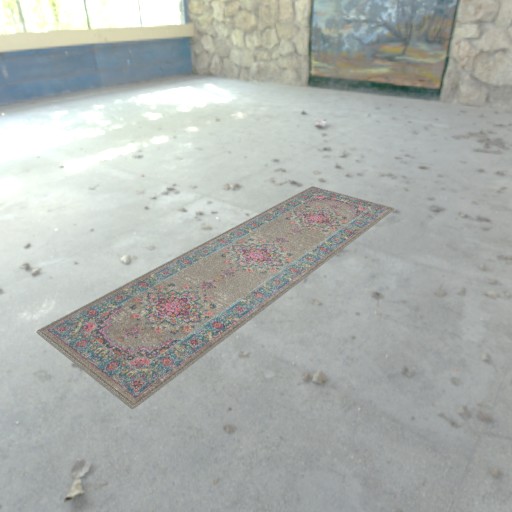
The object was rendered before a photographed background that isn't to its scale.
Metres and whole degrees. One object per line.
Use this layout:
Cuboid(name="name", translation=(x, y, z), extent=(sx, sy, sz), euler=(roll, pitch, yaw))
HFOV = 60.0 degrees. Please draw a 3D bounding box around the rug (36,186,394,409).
Cuboid(name="rug", translation=(0.000, 0.000, 2.048), extent=(0.553, 0.012, 1.827), euler=(22, 37, 33))
